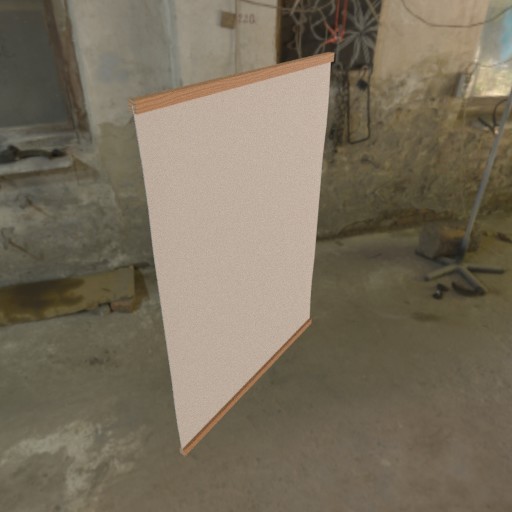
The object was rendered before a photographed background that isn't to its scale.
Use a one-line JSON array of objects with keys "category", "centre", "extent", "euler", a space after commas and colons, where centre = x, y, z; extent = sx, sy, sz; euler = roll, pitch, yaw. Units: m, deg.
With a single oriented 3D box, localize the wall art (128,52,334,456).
[{"category": "wall art", "centre": [0.000, 0.000, 1.299], "extent": [0.020, 1.016, 0.739], "euler": [21, 38, 30]}]
